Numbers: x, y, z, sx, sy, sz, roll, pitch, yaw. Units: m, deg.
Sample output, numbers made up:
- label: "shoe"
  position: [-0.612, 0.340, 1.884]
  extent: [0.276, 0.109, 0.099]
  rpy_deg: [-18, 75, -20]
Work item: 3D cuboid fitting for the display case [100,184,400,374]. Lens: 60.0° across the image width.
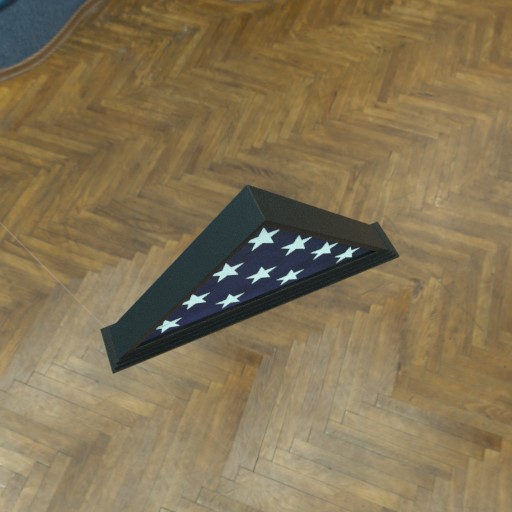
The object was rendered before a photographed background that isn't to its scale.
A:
- label: "display case"
  position: [0.000, 0.000, 0.780]
  extent: [0.640, 0.340, 0.095]
  rpy_deg: [-21, 65, -10]
